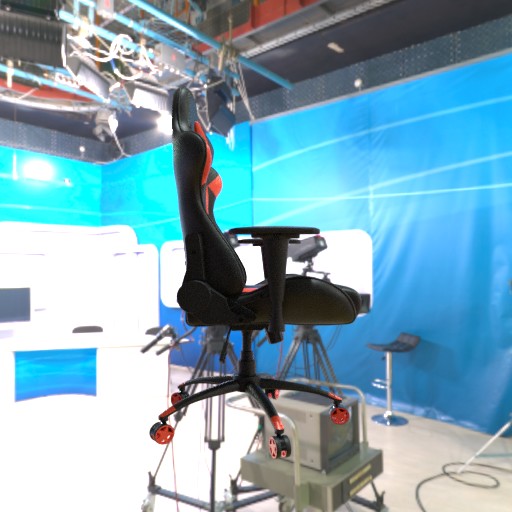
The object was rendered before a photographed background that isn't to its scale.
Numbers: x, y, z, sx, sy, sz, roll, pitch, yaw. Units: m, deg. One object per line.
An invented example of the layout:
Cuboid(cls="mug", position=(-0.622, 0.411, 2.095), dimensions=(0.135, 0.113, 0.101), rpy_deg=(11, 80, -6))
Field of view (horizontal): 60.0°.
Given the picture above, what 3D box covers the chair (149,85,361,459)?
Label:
Cuboid(cls="chair", position=(0.000, 0.000, 1.719), dimensions=(0.730, 1.282, 0.695), rpy_deg=(0, -1, 0))
